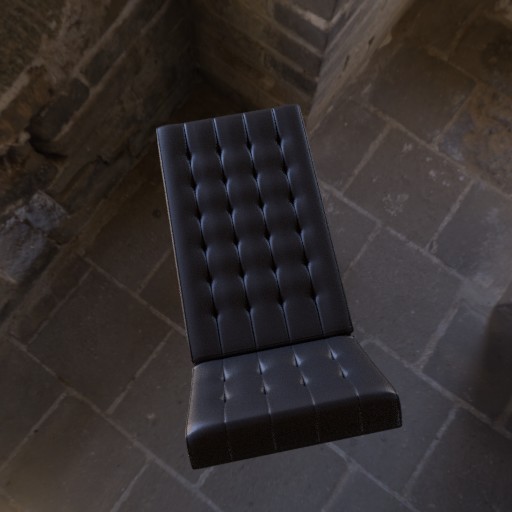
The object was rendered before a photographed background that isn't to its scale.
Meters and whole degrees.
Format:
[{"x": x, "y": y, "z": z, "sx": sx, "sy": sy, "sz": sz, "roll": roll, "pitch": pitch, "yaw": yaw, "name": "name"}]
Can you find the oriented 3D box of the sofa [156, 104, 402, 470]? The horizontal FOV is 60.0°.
[{"x": 0.000, "y": 0.000, "z": 2.039, "sx": 0.760, "sy": 0.820, "sz": 1.560, "roll": -10, "pitch": 76, "yaw": -3, "name": "sofa"}]
